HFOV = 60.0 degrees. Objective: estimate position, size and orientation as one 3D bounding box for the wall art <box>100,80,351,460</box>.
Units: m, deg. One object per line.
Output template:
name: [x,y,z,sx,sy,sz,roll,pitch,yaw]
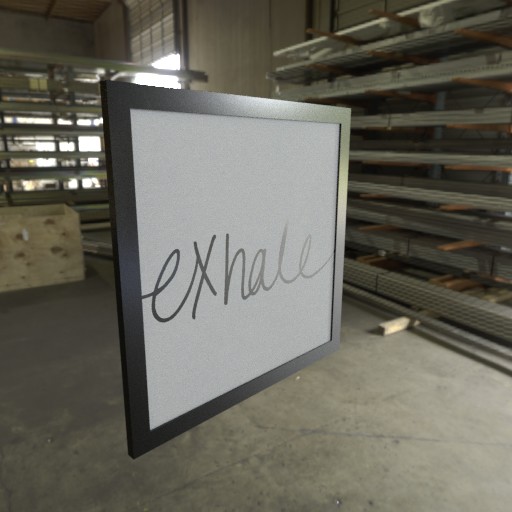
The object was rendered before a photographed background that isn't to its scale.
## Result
wall art: [0.000,0.000,0.658,0.014,0.445,0.446,13,19,43]
